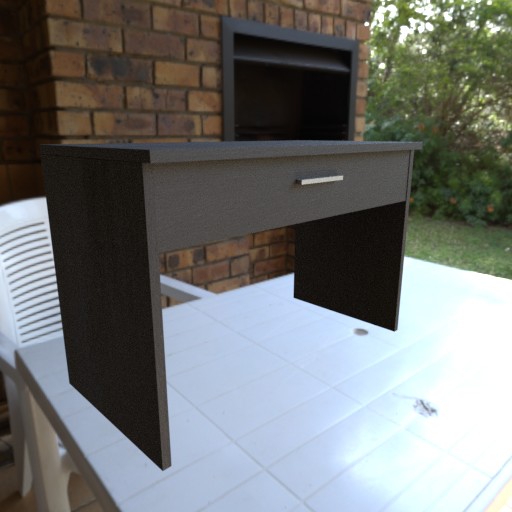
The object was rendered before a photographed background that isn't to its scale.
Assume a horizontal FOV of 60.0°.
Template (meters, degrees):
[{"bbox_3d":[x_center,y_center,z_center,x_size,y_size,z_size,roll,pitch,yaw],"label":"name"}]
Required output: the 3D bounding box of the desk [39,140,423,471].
[{"bbox_3d":[0.000,0.000,1.478,1.099,0.729,0.557,-15,21,-43],"label":"desk"}]
